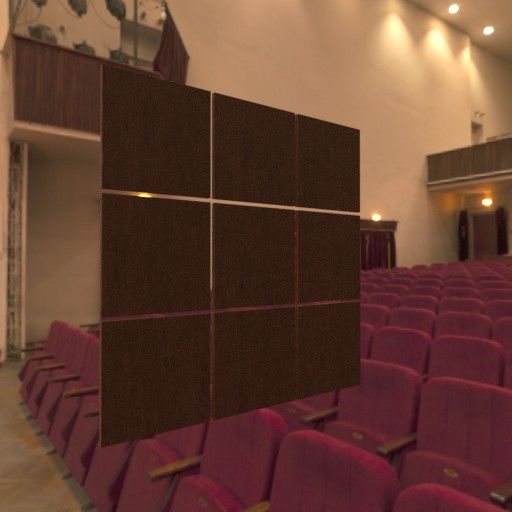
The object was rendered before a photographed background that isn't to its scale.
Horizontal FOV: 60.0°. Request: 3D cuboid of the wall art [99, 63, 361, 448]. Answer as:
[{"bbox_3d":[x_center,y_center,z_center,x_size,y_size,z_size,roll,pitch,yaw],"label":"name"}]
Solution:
[{"bbox_3d":[0.000,0.000,1.327,0.915,0.914,0.013,0,-1,-36],"label":"wall art"}]
